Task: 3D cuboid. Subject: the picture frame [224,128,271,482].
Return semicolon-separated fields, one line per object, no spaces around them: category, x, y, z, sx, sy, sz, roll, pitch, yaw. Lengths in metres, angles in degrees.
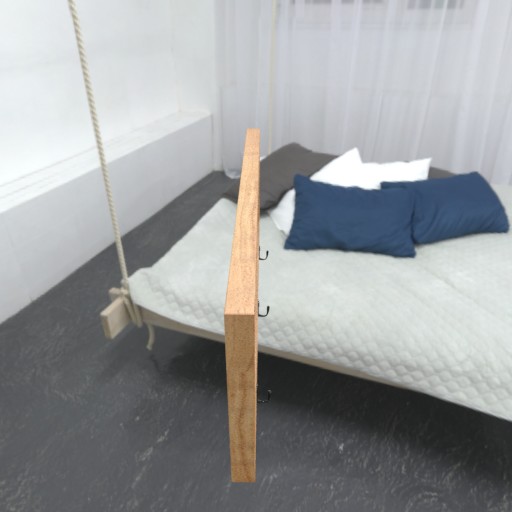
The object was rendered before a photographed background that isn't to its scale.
picture frame;0.000;0.000;0.679;0.045;0.234;0.582;0;31;1
